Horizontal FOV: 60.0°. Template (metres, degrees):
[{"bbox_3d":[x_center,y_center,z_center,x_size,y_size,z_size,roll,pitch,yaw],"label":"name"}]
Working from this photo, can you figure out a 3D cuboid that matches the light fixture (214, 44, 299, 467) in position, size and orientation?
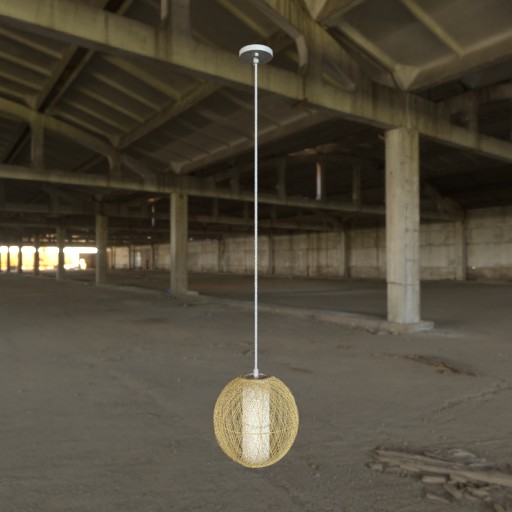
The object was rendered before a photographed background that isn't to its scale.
[{"bbox_3d":[0.000,0.000,2.123,0.406,1.955,0.407,0,-1,-36],"label":"light fixture"}]
